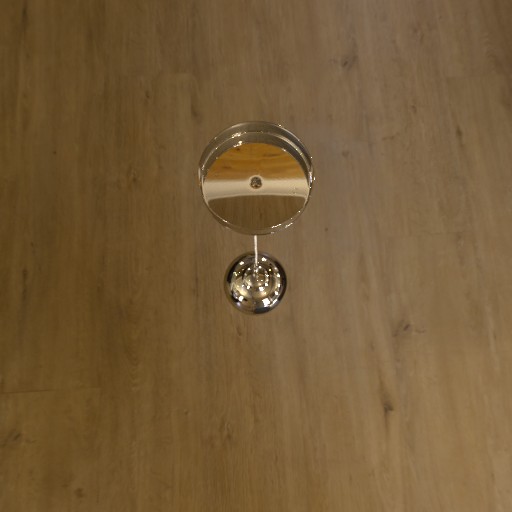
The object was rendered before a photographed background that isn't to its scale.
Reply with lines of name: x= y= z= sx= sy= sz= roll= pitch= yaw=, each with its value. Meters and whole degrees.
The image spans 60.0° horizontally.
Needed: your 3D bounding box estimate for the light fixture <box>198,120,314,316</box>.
light fixture: x=0.000 y=0.000 z=1.688 sx=0.336 sy=1.538 sz=0.336 roll=12 pitch=77 yaw=3
